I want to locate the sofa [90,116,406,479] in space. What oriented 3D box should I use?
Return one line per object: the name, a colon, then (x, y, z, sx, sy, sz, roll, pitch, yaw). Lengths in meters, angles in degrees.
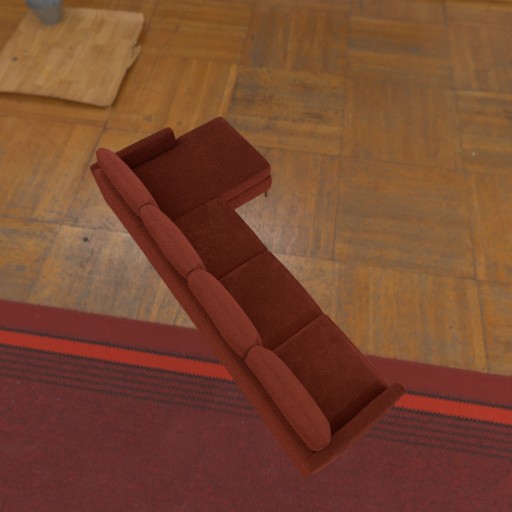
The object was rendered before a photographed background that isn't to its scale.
sofa: (0.000, 0.000, 3.476, 1.350, 0.810, 2.932, -33, 65, -18)
